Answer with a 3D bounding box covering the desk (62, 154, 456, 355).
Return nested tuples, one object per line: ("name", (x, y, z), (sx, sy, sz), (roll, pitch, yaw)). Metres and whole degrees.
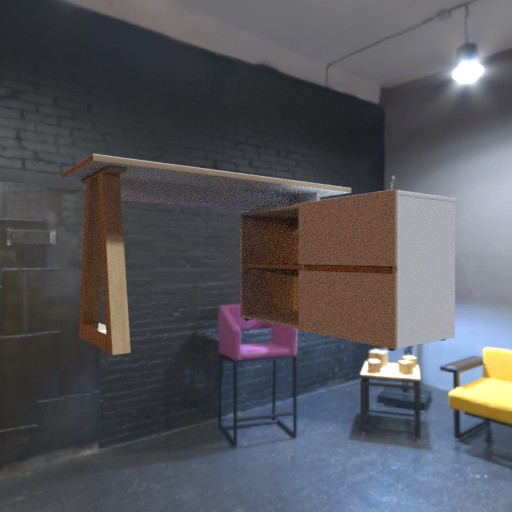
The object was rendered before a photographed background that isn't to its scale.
("desk", (0.000, 0.000, 2.002), (1.404, 0.755, 1.098), (0, 0, -36))
